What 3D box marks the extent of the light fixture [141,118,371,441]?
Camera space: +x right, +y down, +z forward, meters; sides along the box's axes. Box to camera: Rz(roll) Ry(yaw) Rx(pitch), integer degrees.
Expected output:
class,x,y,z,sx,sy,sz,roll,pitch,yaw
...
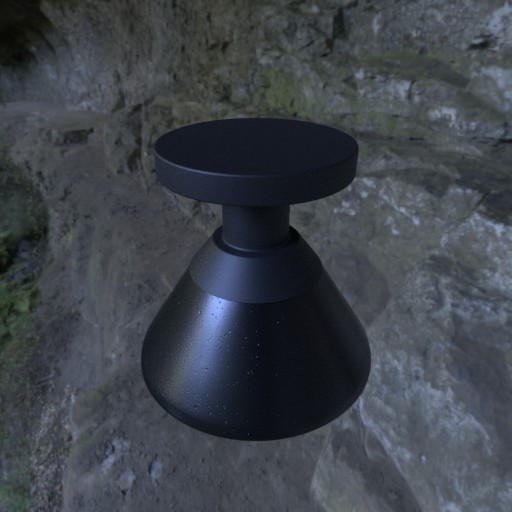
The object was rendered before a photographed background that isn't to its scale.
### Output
class,x,y,z,sx,sy,sz,roll,pitch,yaw
light fixture,0.000,0.000,0.350,0.200,0.183,0.200,0,30,0
